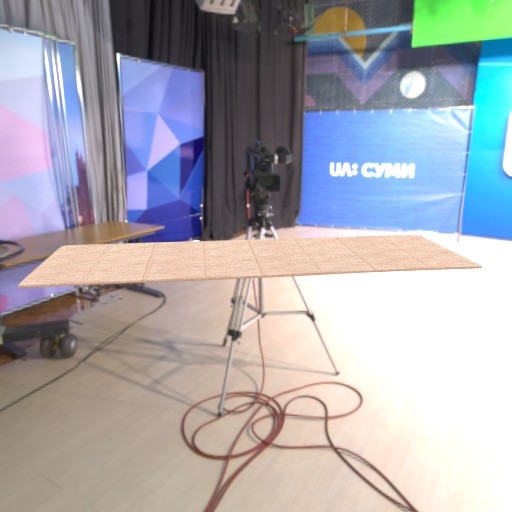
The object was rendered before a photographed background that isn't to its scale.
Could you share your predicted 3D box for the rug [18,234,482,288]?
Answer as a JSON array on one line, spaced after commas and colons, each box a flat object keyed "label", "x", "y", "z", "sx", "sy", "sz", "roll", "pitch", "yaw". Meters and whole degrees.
[{"label": "rug", "x": 0.000, "y": 0.000, "z": 2.649, "sx": 2.435, "sy": 0.015, "sz": 0.760, "roll": -2, "pitch": 16, "yaw": -7}]
